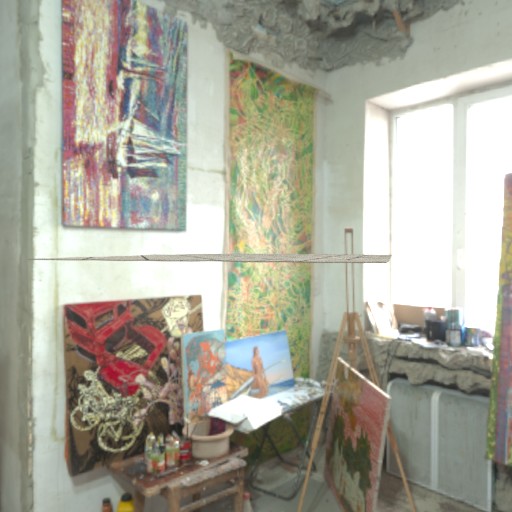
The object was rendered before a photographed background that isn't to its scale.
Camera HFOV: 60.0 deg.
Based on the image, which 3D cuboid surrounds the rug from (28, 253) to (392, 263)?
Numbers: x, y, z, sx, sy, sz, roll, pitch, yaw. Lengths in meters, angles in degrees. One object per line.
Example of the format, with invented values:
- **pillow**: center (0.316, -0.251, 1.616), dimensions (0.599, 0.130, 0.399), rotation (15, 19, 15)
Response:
- **rug**: center (0.000, 0.000, 4.233), dimensions (2.468, 0.022, 3.061), rotation (0, 1, 17)
